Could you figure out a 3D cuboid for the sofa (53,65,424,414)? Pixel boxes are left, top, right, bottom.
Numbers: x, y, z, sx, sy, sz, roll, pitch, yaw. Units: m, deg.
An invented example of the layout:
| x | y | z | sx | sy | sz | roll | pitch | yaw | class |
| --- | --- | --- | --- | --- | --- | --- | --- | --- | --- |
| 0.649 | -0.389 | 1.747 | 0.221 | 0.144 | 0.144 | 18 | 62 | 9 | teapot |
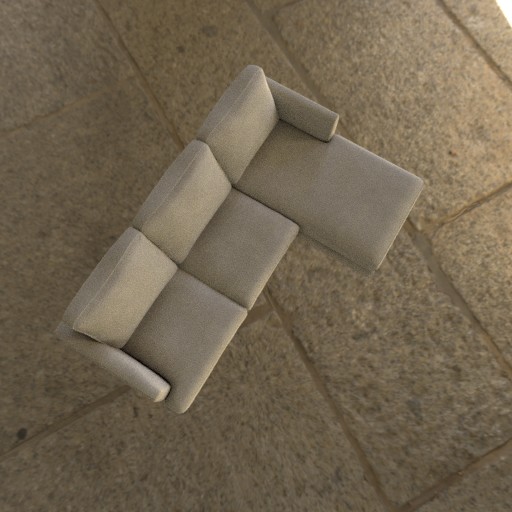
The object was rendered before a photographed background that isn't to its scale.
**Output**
| x | y | z | sx | sy | sz | roll | pitch | yaw | class |
| --- | --- | --- | --- | --- | --- | --- | --- | --- | --- |
| 0.000 | 0.000 | 2.999 | 1.504 | 0.956 | 2.233 | 31 | 76 | 8 | sofa |
